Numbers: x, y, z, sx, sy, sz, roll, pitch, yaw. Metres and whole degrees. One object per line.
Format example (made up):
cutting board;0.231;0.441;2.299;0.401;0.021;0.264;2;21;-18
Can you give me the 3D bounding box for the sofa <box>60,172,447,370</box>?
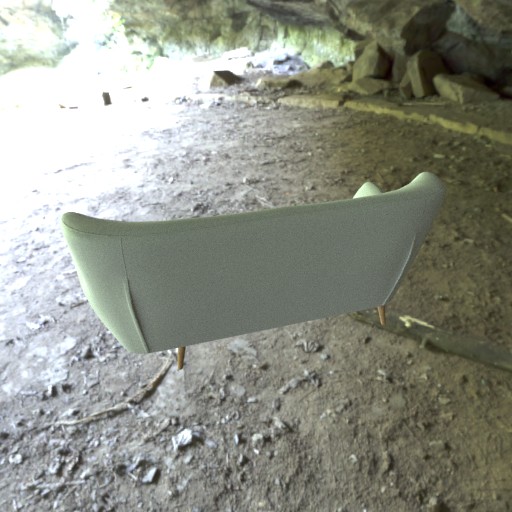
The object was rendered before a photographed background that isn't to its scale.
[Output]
sofa;0.000;0.000;2.428;1.930;0.890;0.899;-9;29;-16
